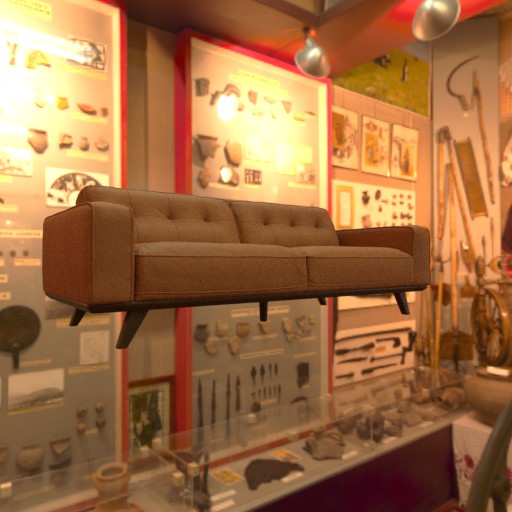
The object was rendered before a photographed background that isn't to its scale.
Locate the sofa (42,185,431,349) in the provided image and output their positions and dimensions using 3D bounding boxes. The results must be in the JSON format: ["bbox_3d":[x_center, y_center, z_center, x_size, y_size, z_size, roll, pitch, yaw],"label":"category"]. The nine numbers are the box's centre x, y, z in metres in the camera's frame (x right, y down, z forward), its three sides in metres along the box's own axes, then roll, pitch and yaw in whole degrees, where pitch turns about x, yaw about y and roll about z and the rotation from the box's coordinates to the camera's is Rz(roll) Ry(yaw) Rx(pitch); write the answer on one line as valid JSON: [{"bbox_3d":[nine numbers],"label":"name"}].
[{"bbox_3d":[0.000,0.000,2.707,2.270,0.780,0.953,0,-1,-36],"label":"sofa"}]
